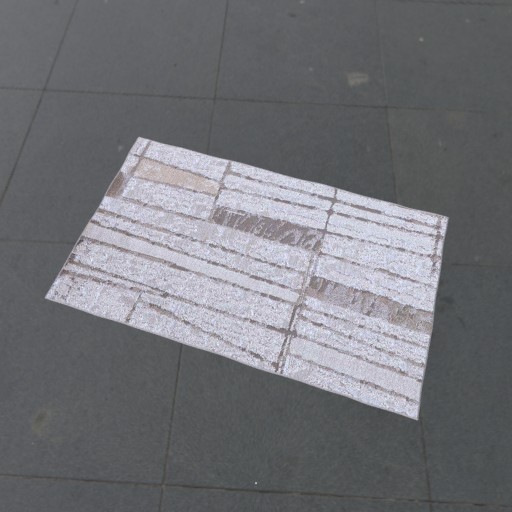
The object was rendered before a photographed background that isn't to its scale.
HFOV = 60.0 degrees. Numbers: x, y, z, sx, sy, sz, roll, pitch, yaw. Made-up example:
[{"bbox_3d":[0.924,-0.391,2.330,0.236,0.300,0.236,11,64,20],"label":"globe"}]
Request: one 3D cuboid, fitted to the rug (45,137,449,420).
[{"bbox_3d":[0.000,0.000,1.078,0.867,0.007,0.515,16,64,8],"label":"rug"}]
